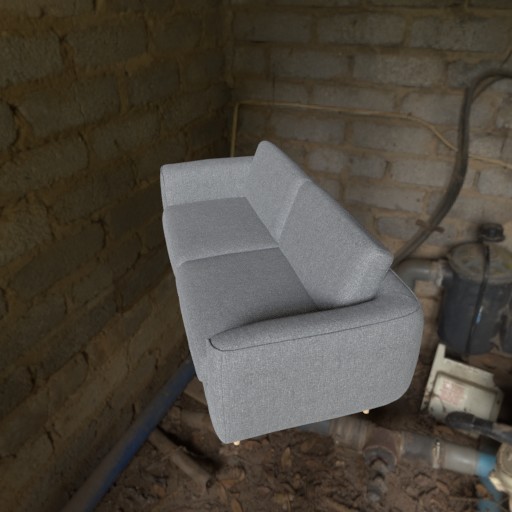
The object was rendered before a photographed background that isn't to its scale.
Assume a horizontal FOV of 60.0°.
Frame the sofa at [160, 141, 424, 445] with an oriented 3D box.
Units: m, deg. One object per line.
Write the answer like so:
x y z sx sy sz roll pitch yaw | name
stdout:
0.000 0.000 2.464 0.920 0.870 2.000 -8 32 -13 | sofa
